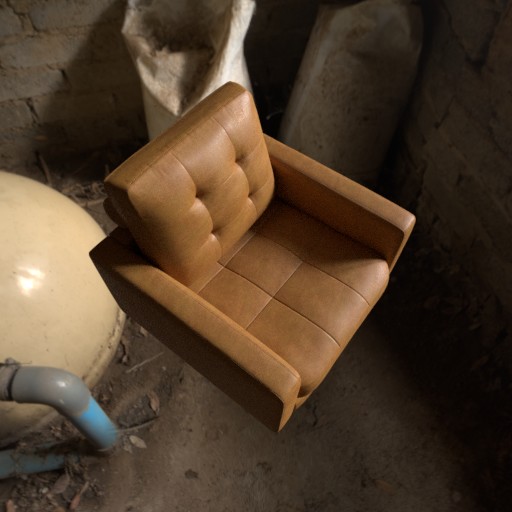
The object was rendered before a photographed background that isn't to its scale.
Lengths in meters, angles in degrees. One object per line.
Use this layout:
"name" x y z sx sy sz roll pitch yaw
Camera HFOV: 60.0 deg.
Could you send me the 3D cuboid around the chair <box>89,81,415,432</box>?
"chair" 0.000 0.000 1.608 0.868 0.896 0.831 33 63 19
